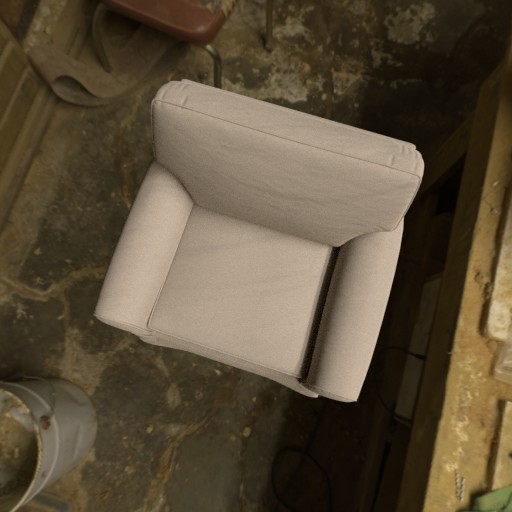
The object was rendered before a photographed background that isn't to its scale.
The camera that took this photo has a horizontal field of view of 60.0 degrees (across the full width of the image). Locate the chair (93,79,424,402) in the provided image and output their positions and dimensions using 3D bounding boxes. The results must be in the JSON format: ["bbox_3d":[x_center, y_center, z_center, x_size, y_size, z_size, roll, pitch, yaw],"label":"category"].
[{"bbox_3d":[0.000,0.000,1.884,1.135,1.017,0.988,17,77,4],"label":"chair"}]
